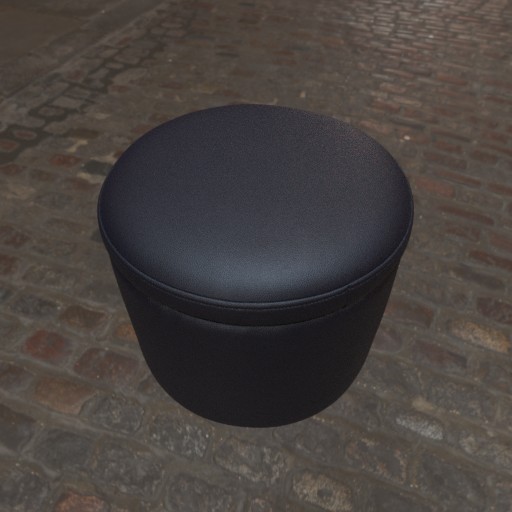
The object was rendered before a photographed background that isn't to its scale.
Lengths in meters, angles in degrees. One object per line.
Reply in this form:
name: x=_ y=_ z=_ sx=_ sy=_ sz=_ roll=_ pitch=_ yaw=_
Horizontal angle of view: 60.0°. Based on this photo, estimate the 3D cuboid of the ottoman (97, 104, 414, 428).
ottoman: x=0.000 y=0.000 z=0.834 sx=0.501 sy=0.409 sz=0.501 roll=0 pitch=46 yaw=0
